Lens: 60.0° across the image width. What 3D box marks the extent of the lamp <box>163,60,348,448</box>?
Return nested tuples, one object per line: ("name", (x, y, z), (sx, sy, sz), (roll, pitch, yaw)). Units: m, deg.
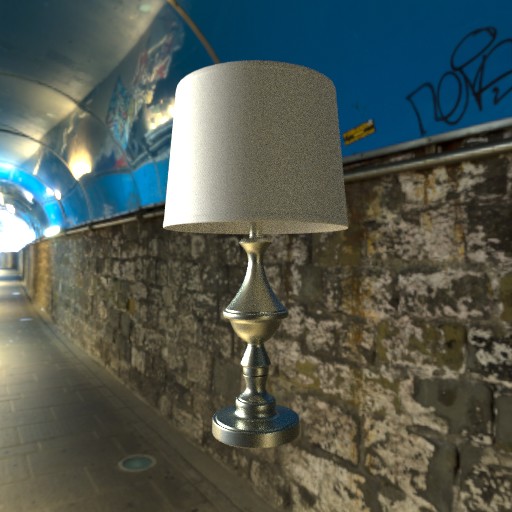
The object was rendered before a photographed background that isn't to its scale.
("lamp", (0.000, 0.000, 0.936), (0.383, 0.733, 0.383), (0, 0, 0))
